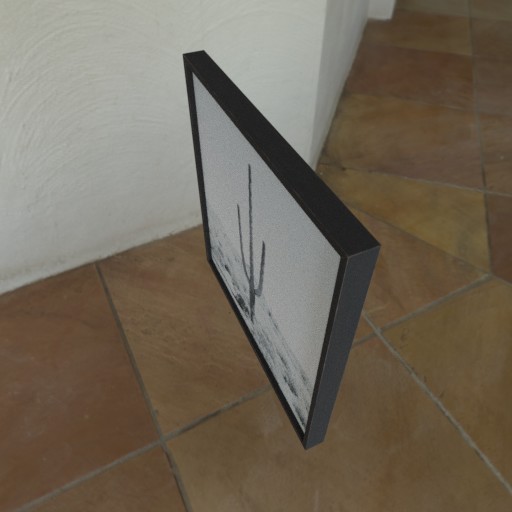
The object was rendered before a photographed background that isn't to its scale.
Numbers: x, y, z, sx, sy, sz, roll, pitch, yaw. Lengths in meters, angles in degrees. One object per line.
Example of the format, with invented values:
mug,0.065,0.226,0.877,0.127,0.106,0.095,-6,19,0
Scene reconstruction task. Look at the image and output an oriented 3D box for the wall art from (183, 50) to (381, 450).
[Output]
wall art,0.000,0.000,0.771,0.038,0.508,0.508,-18,50,-16
